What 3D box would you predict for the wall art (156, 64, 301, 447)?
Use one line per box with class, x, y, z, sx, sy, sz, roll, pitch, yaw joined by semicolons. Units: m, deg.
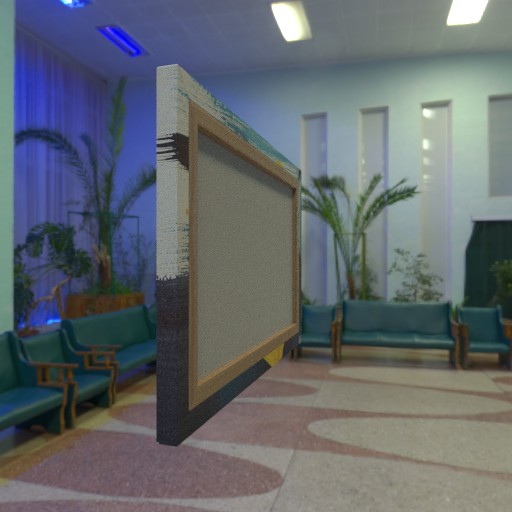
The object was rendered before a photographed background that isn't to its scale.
wall art;0.000;0.000;1.145;0.039;0.610;0.914;0;0;18
